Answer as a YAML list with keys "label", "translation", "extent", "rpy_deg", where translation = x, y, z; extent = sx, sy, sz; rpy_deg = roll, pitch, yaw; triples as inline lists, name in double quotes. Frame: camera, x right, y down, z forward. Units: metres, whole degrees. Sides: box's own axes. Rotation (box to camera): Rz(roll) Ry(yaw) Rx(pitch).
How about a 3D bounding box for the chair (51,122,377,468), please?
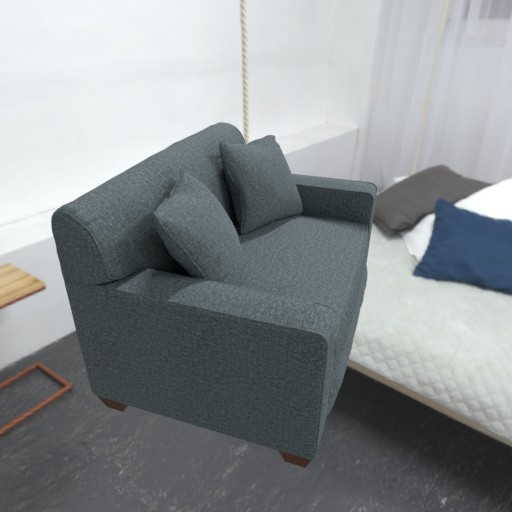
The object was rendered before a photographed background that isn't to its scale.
- label: "chair"
  translation: [0.000, 0.000, 2.070]
  extent: [1.000, 0.948, 1.383]
  rpy_deg: [10, 31, 17]
